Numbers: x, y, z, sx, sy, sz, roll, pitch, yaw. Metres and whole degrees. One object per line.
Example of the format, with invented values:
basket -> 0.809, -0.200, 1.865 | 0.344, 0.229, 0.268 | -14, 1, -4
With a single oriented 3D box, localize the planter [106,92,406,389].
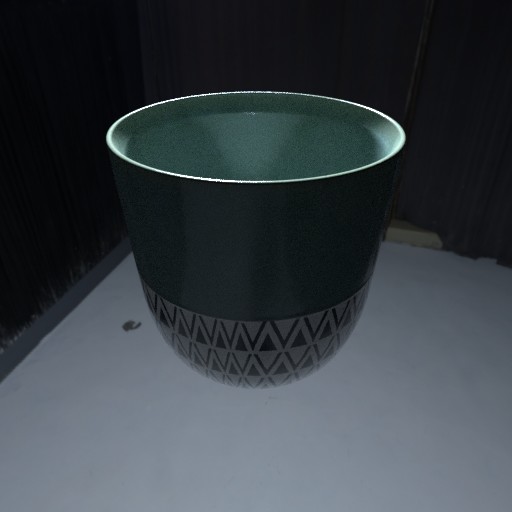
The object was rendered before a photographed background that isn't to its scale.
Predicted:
planter -> 0.000, 0.000, 0.362 | 0.198, 0.214, 0.198 | 0, 33, 0
